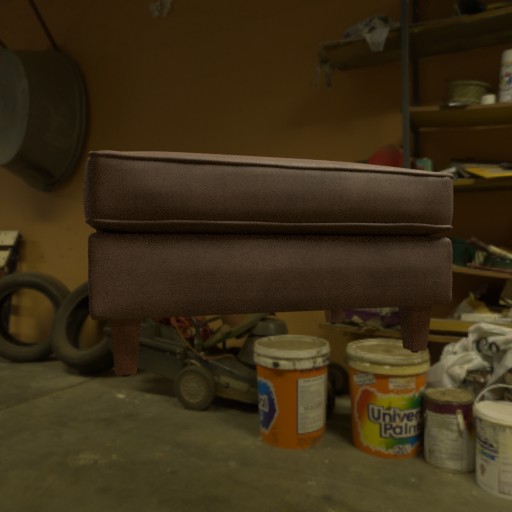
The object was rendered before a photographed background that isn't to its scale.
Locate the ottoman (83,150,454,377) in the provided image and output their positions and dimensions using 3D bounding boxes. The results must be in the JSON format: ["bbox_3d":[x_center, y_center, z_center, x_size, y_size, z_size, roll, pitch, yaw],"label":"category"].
[{"bbox_3d":[0.000,0.000,1.219,0.860,0.481,0.596,0,1,-17],"label":"ottoman"}]
